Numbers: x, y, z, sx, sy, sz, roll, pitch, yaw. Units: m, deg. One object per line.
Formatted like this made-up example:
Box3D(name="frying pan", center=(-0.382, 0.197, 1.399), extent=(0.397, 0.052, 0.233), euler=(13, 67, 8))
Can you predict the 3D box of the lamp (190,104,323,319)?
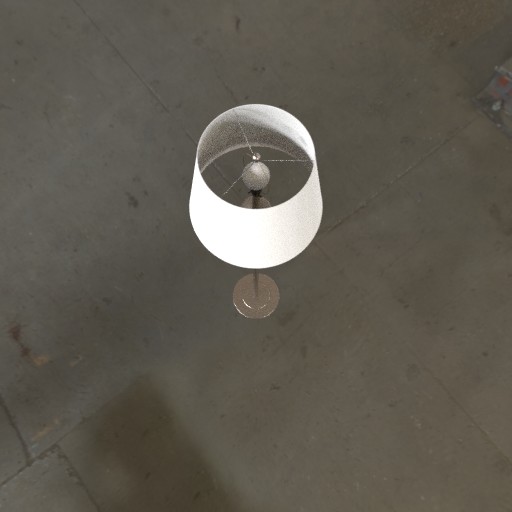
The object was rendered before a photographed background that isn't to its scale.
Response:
Box3D(name="lamp", center=(0.000, 0.000, 1.642), extent=(0.355, 1.473, 0.355), euler=(0, 73, 0))
